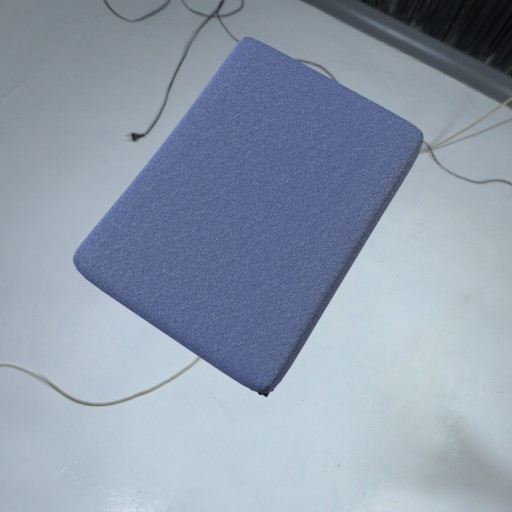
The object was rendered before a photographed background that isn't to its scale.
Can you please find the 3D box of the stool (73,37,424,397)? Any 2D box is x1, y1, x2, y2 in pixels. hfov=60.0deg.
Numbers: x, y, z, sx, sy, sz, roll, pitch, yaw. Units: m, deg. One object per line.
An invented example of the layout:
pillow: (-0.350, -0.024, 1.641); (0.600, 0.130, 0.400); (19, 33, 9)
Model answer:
stool: (0.000, 0.000, 1.015); (0.358, 0.740, 0.498); (32, 77, 8)
